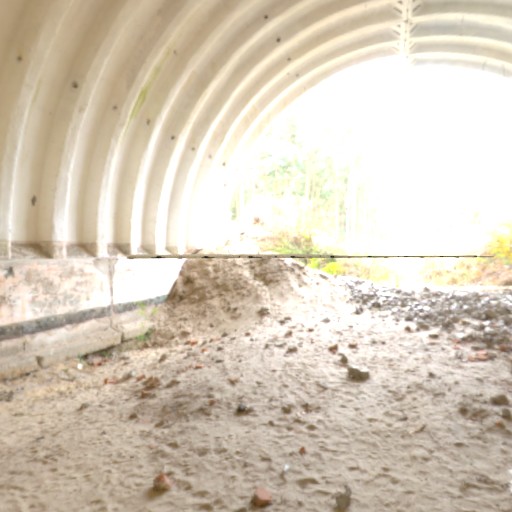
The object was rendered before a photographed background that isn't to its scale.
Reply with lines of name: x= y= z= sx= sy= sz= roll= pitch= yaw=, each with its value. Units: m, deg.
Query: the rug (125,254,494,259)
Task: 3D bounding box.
rug: x=0.000 y=0.000 z=4.144 sx=2.342 sy=0.026 sz=3.221 roll=0 pitch=0 yaw=-17
